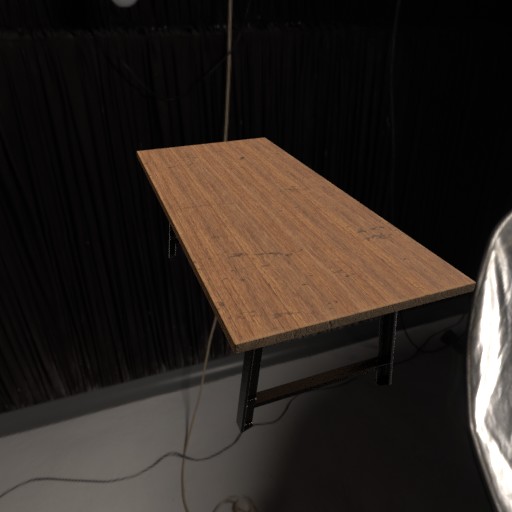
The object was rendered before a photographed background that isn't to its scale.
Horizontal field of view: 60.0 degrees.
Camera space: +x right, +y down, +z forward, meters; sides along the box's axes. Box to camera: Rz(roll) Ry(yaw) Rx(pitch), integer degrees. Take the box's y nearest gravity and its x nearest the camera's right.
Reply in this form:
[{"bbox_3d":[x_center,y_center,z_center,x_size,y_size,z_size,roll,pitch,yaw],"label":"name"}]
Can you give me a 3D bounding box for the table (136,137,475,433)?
[{"bbox_3d":[0.000,0.000,2.655,1.000,0.757,2.200,-11,32,-18],"label":"table"}]
